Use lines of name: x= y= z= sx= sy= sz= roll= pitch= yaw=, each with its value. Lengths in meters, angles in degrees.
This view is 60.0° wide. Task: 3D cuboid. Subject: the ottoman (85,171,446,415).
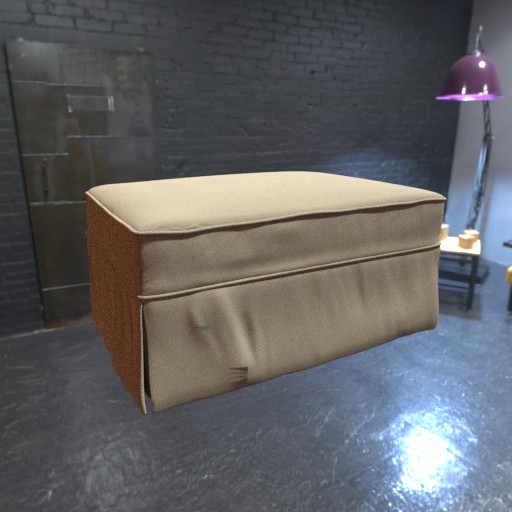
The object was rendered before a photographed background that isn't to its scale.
ottoman: x=0.000 y=0.000 z=1.383 sx=0.959 sy=0.482 sz=0.721 roll=-9 pitch=19 yaw=-27
